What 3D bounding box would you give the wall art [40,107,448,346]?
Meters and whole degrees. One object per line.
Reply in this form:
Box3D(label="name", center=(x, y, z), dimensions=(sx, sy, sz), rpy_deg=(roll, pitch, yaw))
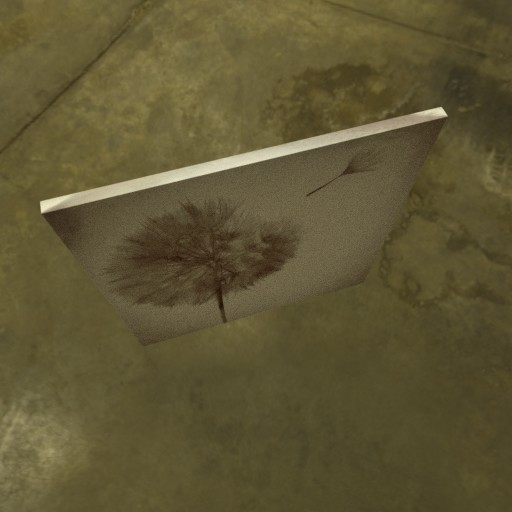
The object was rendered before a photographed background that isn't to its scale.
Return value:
Box3D(label="wall art", center=(0.000, 0.000, 1.138), dimensions=(0.762, 0.762, 0.027), rpy_deg=(-15, 63, -8))
